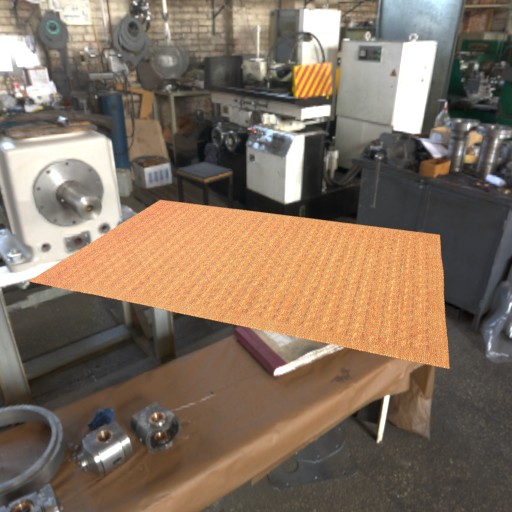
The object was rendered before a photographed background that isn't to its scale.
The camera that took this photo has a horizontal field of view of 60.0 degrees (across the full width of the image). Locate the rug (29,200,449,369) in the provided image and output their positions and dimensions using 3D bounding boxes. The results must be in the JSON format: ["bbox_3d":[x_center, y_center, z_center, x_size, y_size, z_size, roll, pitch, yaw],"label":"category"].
[{"bbox_3d":[0.000,0.000,2.202,1.747,0.006,1.143,9,28,17],"label":"rug"}]
